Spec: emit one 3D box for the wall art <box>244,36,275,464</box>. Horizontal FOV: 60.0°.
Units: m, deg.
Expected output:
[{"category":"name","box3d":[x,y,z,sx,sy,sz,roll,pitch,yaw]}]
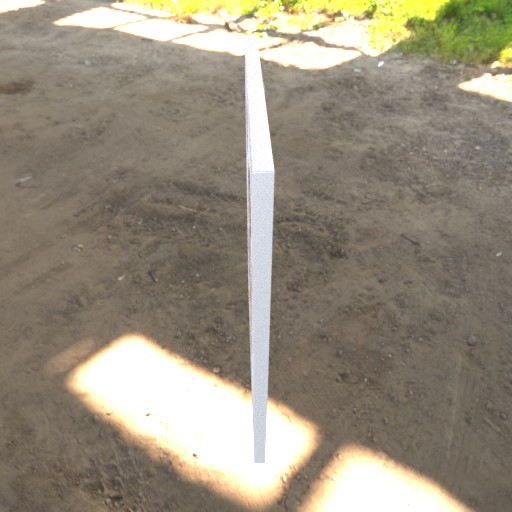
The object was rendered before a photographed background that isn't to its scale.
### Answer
[{"category":"wall art","box3d":[0.000,0.000,1.374,0.042,1.056,0.805,-1,41,-2]}]
